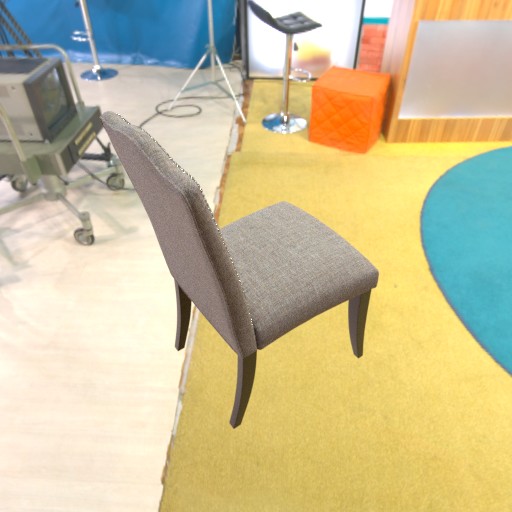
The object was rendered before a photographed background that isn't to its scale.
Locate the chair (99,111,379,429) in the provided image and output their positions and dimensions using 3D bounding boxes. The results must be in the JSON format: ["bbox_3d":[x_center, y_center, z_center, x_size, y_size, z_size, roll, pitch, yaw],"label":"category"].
[{"bbox_3d":[0.000,0.000,1.408,0.660,1.016,0.513,-26,47,-26],"label":"chair"}]
